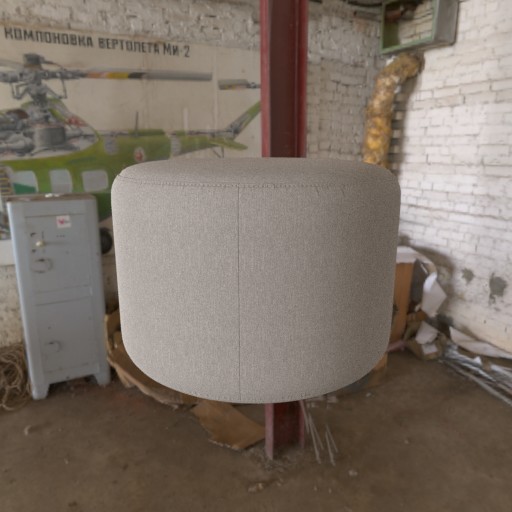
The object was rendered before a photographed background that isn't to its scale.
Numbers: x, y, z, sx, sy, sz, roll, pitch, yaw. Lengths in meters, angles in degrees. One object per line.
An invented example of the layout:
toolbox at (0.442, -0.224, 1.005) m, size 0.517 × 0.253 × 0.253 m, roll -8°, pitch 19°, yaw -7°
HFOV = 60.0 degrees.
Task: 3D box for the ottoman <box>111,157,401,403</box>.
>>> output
ottoman at (0.000, 0.000, 1.008) m, size 0.608 × 0.433 × 0.608 m, roll 0°, pitch 14°, yaw 0°
